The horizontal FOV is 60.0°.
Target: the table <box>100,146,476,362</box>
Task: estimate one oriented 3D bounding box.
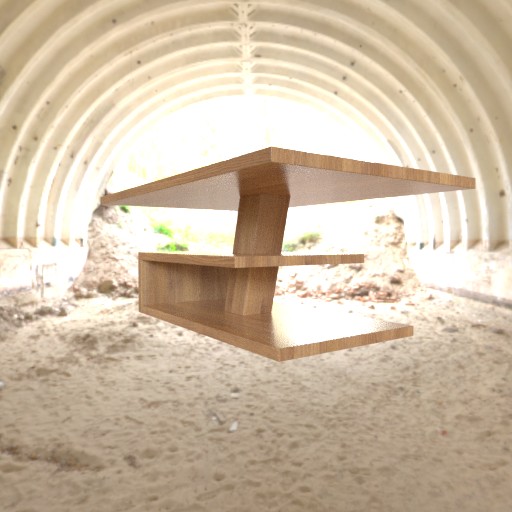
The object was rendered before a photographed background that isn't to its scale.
[{"bbox_3d":[0.000,0.000,1.470,0.700,0.442,1.100,-1,2,-35],"label":"table"}]
